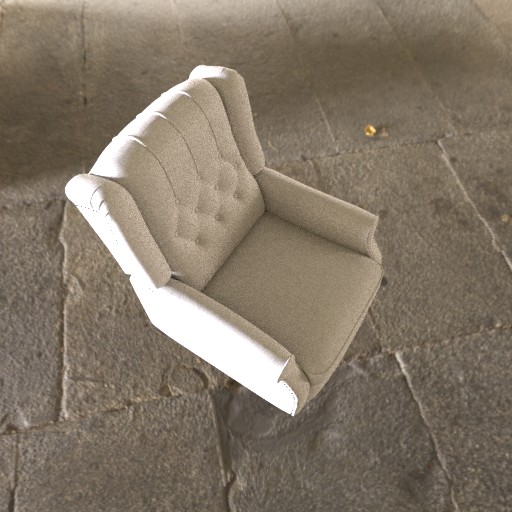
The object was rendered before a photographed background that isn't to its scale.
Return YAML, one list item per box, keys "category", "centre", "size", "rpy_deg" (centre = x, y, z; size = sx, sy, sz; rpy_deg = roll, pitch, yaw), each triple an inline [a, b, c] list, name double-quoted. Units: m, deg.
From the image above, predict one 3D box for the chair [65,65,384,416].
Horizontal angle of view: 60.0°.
- category: "chair"
  centre: [0.000, 0.000, 1.666]
  size: [0.902, 1.035, 0.742]
  rpy_deg: [29, 63, 16]
